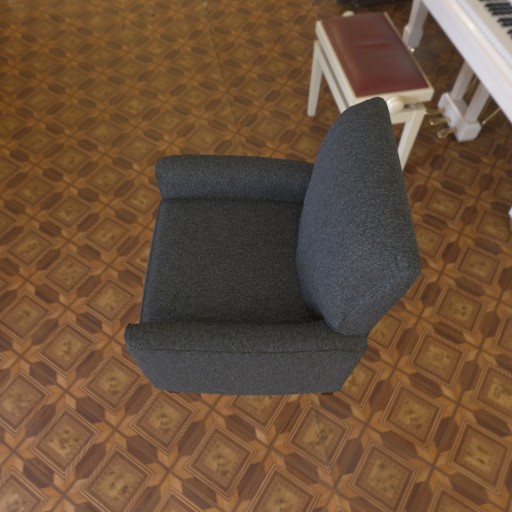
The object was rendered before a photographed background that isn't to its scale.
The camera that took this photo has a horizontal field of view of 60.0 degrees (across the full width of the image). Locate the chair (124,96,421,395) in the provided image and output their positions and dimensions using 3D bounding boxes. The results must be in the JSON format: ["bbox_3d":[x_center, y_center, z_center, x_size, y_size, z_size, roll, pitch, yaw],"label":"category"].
[{"bbox_3d":[0.000,0.000,1.647,0.850,1.016,0.839,1,58,0],"label":"chair"}]
